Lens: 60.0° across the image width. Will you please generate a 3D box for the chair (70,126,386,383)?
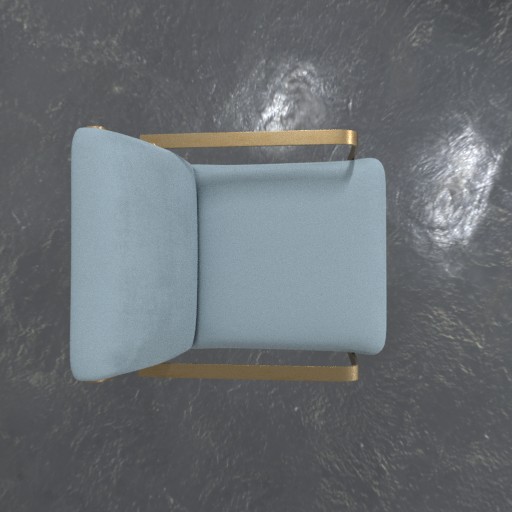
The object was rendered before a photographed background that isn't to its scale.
[{"bbox_3d":[0.000,0.000,1.412,0.842,0.824,0.701,0,89,1],"label":"chair"}]
